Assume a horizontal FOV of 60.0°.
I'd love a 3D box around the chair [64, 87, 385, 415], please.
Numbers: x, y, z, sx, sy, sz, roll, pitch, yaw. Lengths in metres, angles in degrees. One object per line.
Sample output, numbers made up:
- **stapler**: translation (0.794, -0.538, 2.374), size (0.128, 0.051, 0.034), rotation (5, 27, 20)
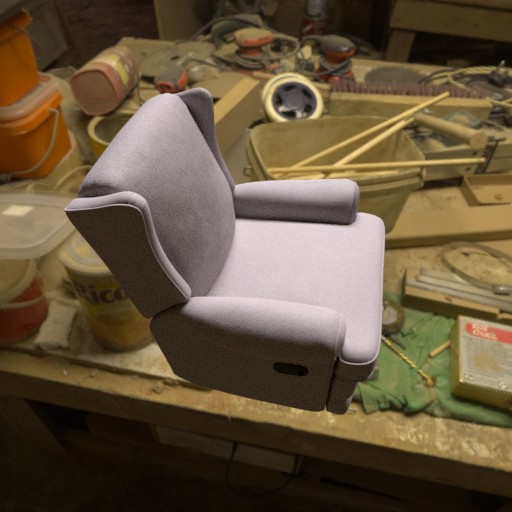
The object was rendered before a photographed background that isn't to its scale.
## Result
- **chair**: translation (0.000, 0.000, 1.693), size (0.969, 1.011, 0.847), rotation (9, 48, 9)
